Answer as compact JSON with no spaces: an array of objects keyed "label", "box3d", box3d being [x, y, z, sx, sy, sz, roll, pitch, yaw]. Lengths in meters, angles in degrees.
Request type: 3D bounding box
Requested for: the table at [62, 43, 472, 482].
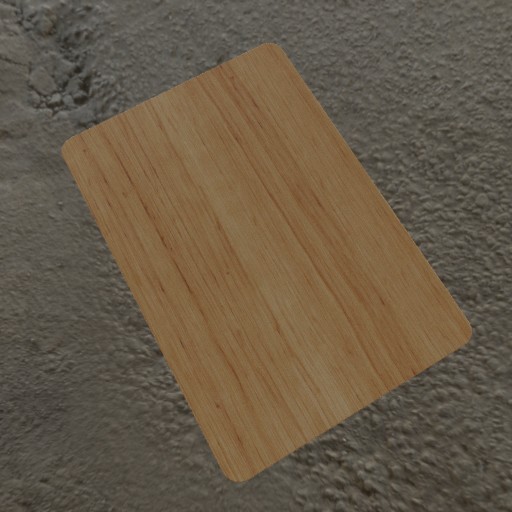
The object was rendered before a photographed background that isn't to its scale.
[{"label":"table","box3d":[0.000,0.000,1.371,0.696,0.445,0.997,-29,78,-7]}]
